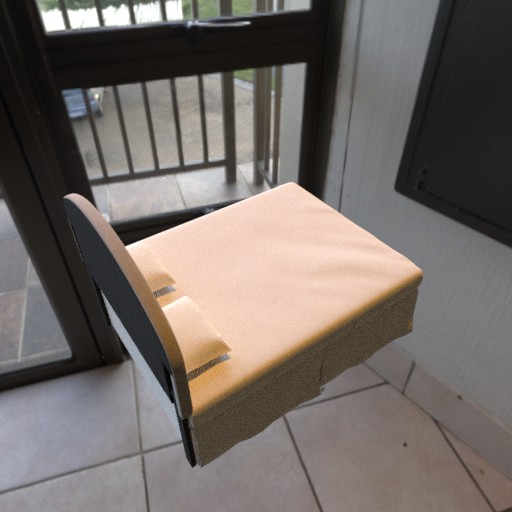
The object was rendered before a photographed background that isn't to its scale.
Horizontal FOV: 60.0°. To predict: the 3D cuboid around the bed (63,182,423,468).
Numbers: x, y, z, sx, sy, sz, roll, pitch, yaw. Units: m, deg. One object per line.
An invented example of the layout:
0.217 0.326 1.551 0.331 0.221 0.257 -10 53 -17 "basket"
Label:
0.000 0.000 3.115 2.005 1.410 1.607 -25 47 -26 "bed"
